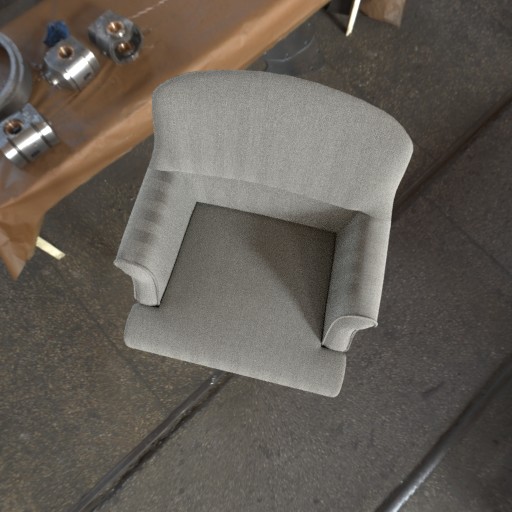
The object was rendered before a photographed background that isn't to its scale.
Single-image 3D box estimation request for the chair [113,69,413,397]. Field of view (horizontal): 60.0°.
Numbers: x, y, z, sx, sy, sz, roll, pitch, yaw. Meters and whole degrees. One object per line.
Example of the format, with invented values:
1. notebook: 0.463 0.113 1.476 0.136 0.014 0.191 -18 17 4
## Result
1. chair: 0.000 0.000 1.453 0.772 0.880 0.755 13 75 3
